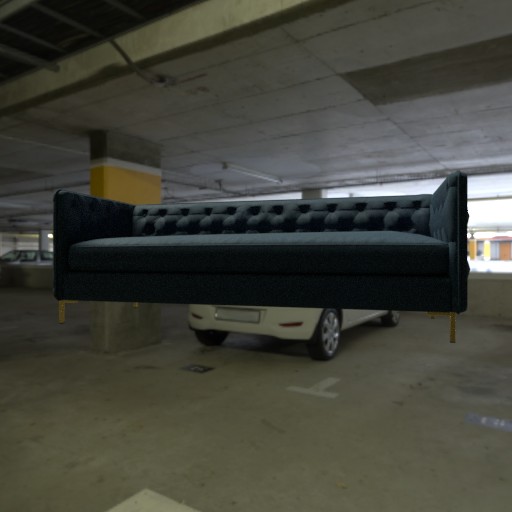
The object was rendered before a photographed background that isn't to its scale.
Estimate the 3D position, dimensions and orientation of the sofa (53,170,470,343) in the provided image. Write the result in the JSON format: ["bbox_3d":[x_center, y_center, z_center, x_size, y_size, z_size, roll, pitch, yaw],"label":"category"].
[{"bbox_3d":[0.000,0.000,2.637,2.209,0.771,0.895,0,0,16],"label":"sofa"}]
